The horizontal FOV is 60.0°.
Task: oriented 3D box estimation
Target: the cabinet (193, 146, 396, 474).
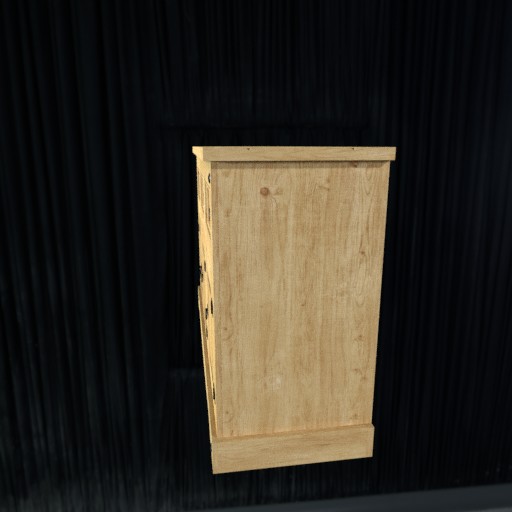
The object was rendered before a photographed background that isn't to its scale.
[{"bbox_3d":[0.000,0.000,1.693,0.432,0.810,1.321,-2,14,-9],"label":"cabinet"}]
